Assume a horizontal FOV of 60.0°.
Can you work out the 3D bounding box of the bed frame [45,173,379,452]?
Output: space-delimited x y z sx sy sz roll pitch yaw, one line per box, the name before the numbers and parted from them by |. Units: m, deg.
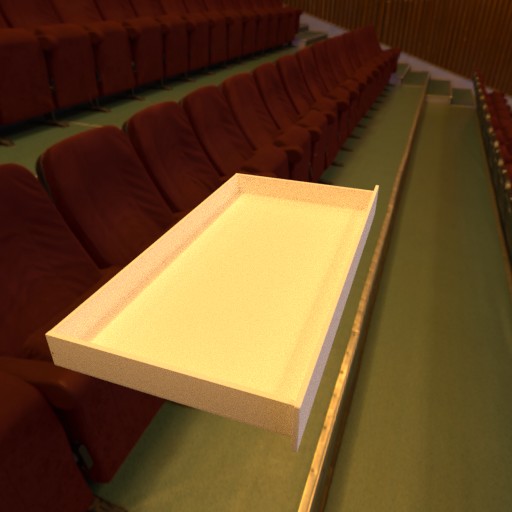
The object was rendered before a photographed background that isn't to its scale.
bed frame | 0.000 0.000 1.551 0.670 0.141 1.300 11 32 17
